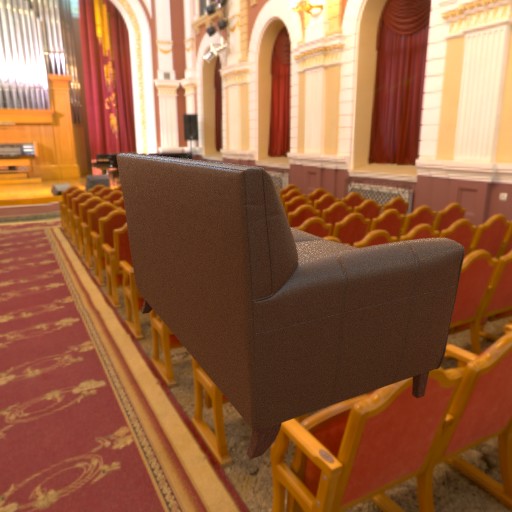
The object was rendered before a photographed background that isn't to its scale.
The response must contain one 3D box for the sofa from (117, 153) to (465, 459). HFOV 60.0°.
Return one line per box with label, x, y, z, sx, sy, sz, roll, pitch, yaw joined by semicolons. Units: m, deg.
sofa;0.000;0.000;1.944;0.853;0.859;1.468;-8;16;-27
